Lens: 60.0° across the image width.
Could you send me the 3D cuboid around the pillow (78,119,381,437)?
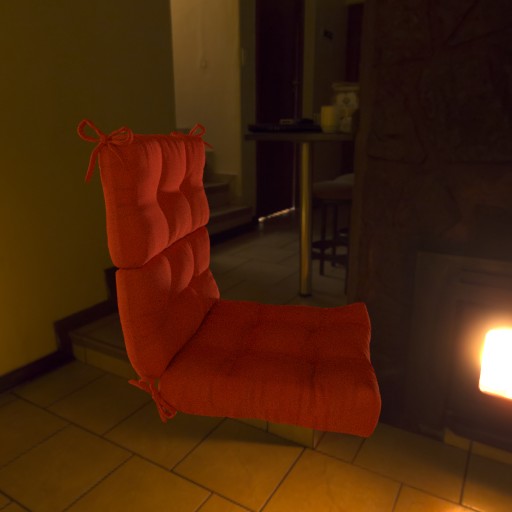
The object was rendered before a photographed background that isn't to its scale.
[{"bbox_3d":[0.000,0.000,1.038,0.571,0.605,0.519,3,16,10],"label":"pillow"}]
